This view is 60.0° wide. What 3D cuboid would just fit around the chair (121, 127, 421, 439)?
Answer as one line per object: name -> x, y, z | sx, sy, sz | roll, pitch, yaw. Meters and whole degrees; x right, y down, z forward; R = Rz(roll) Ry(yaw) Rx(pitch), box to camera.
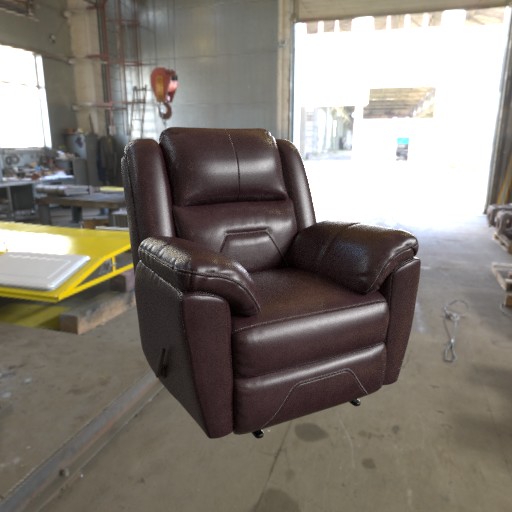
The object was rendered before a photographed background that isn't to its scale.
chair -> 0.000, 0.000, 1.925 | 0.990, 1.093, 1.041 | -7, 16, -26
